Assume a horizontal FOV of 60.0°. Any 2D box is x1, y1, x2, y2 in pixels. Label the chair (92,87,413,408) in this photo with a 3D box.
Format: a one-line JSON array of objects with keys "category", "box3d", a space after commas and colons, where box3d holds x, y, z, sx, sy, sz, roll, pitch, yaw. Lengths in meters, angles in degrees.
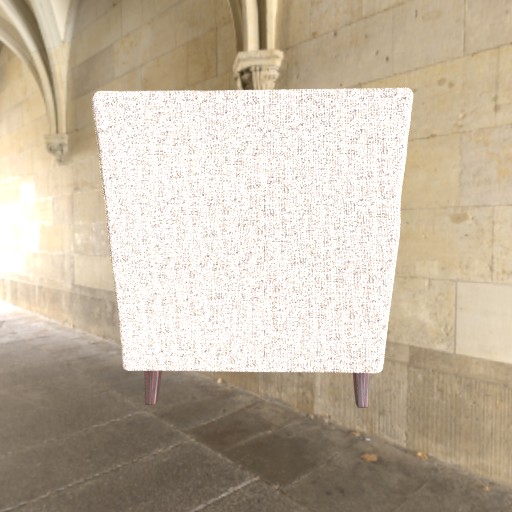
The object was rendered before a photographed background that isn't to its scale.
[{"category": "chair", "box3d": [0.000, 0.000, 1.625, 0.864, 0.928, 0.873, 0, 2, 2]}]
